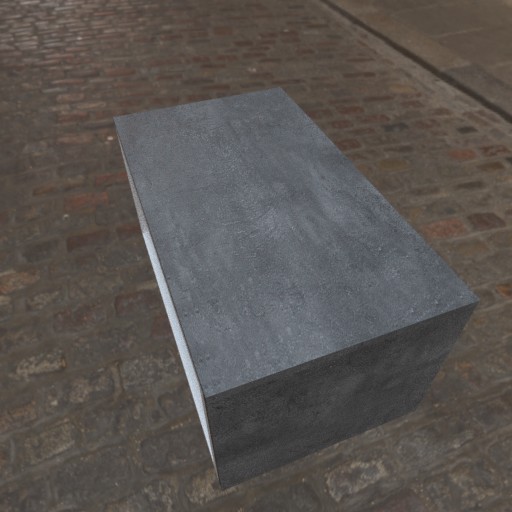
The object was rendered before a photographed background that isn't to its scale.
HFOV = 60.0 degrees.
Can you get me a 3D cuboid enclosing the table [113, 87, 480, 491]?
[{"bbox_3d":[0.000,0.000,0.920,0.400,0.350,0.700,-16,48,-15],"label":"table"}]
